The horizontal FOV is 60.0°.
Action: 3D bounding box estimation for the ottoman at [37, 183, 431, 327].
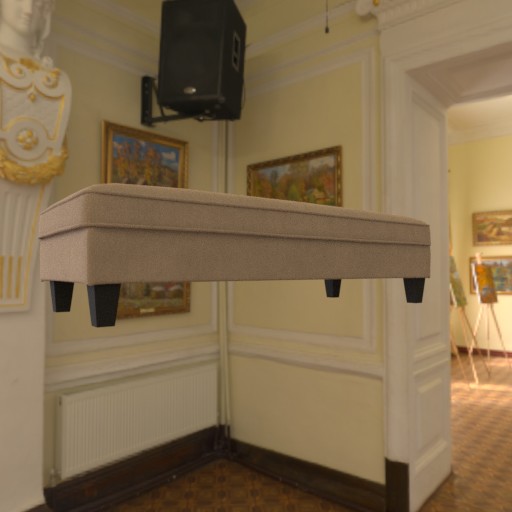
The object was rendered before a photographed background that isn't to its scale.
[{"bbox_3d":[0.000,0.000,2.024,1.726,0.460,0.735,1,-2,-36],"label":"ottoman"}]
